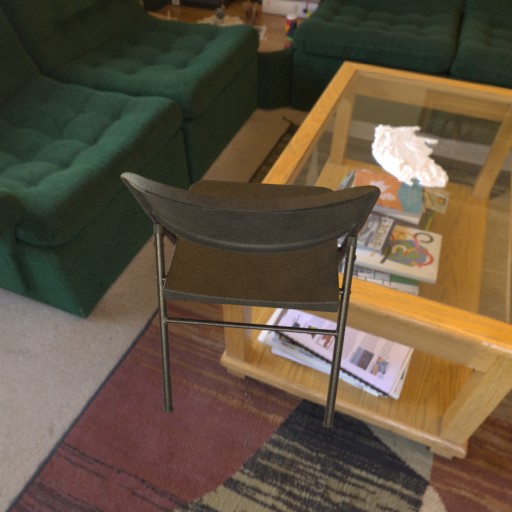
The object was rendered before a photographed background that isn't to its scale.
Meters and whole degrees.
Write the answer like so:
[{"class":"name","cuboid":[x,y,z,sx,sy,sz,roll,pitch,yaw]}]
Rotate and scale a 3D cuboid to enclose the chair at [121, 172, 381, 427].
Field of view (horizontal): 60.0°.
[{"class":"chair","cuboid":[0.000,0.000,1.170,0.494,0.810,0.566,4,46,4]}]
